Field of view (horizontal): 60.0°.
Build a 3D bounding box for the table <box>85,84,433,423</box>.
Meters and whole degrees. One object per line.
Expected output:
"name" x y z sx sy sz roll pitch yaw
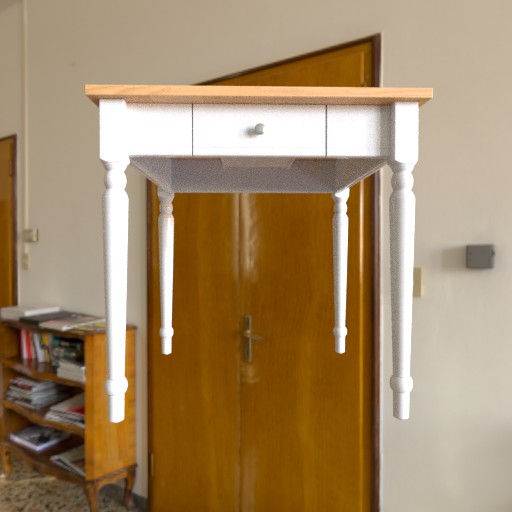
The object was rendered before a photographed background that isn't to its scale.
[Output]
"table" 0.000 0.000 1.327 0.747 0.738 0.747 0 1 -2
